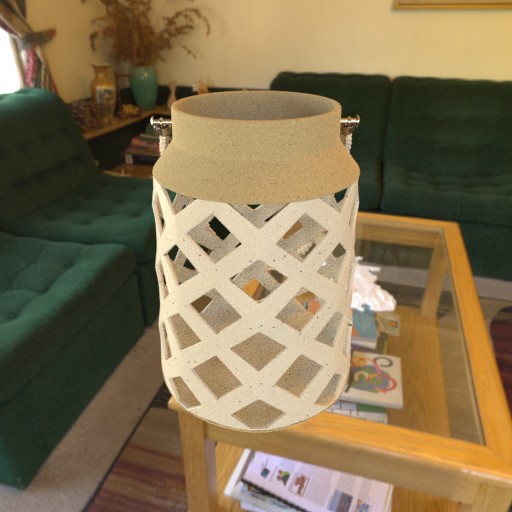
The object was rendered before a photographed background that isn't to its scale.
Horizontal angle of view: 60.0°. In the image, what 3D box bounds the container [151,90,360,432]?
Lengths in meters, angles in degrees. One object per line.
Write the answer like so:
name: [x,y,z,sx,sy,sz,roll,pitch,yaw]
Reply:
container: [0.000,0.000,0.344,0.163,0.229,0.172,-1,29,-1]
